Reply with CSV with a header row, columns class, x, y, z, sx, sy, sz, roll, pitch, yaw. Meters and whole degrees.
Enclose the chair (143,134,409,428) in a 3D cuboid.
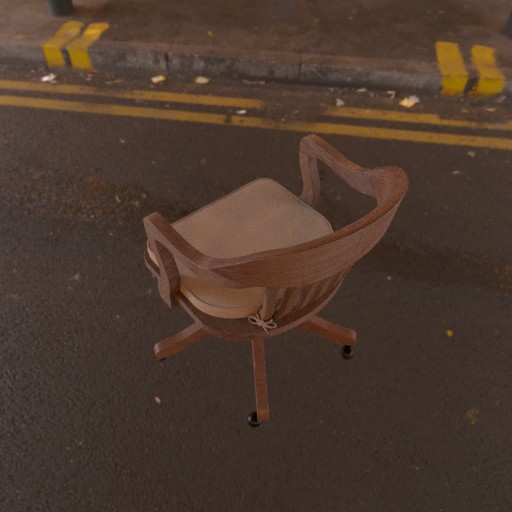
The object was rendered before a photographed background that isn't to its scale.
class,x,y,z,sx,sy,sz,roll,pitch,yaw
chair,0.000,0.000,1.427,0.750,0.878,0.788,-32,55,-26
